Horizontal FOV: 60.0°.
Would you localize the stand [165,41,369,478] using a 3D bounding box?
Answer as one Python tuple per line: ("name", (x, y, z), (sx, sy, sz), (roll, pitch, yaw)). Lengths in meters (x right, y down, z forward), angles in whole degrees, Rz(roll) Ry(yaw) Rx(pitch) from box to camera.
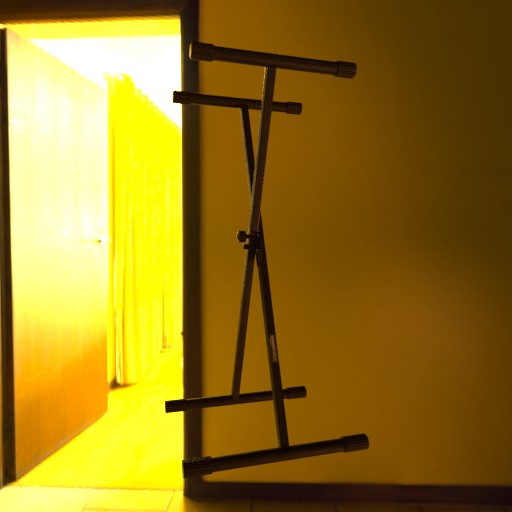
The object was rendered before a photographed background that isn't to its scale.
("stand", (0.000, 0.000, 1.184), (0.449, 0.940, 0.409), (-1, 2, -17))
